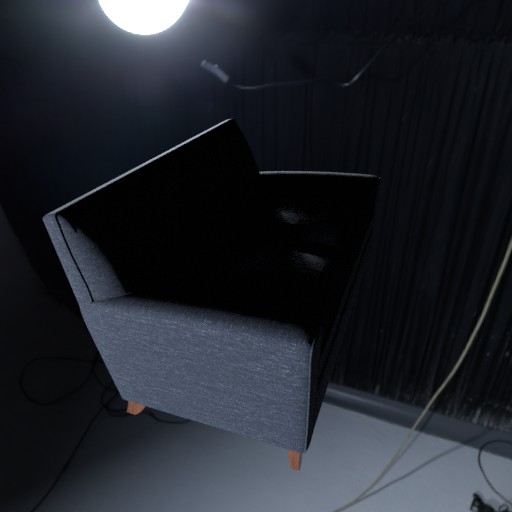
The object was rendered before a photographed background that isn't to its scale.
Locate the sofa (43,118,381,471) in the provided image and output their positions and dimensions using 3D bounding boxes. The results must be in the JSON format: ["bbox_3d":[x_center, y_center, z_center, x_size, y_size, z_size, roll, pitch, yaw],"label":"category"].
[{"bbox_3d":[0.000,0.000,1.949,0.875,0.846,1.420,11,32,18],"label":"sofa"}]
